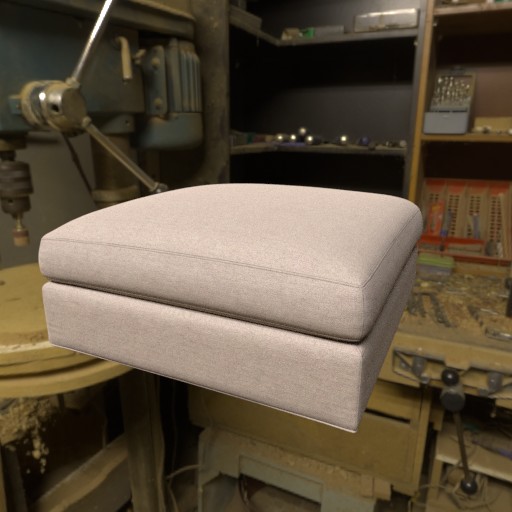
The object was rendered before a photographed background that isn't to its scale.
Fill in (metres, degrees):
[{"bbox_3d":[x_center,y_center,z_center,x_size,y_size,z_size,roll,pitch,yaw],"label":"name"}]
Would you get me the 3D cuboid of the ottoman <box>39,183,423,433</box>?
[{"bbox_3d":[0.000,0.000,1.618,1.041,0.470,1.041,8,19,25],"label":"ottoman"}]
